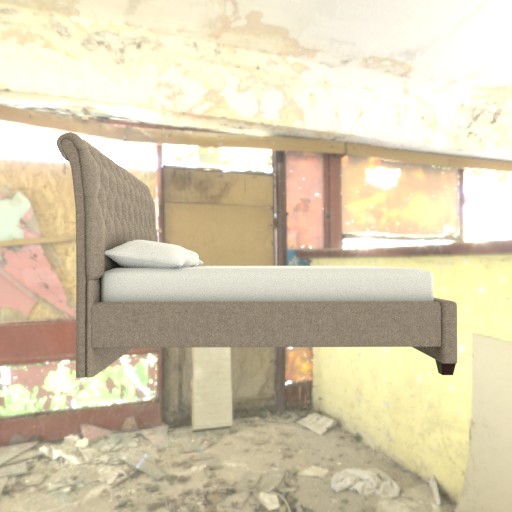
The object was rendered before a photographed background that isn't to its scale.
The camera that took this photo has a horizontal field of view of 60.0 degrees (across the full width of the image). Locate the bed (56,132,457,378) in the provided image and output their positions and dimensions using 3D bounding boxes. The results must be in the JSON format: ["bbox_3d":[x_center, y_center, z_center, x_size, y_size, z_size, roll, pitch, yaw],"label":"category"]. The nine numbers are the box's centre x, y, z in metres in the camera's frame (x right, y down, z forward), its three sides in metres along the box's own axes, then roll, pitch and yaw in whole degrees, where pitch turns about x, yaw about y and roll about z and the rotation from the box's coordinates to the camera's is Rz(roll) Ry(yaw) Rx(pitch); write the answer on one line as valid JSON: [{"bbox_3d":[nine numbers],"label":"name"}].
[{"bbox_3d":[0.000,0.000,3.293,2.252,1.371,1.645,0,-1,-1],"label":"bed"}]
